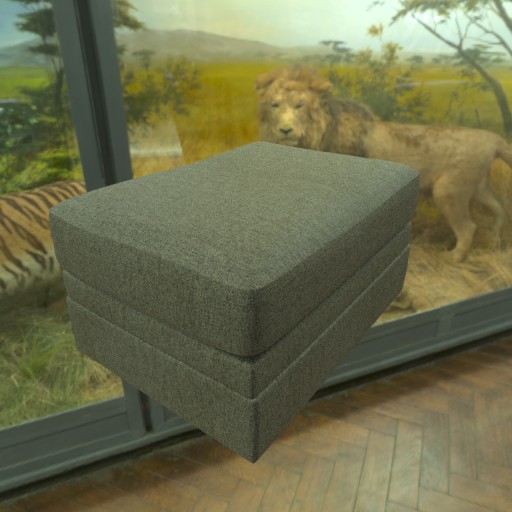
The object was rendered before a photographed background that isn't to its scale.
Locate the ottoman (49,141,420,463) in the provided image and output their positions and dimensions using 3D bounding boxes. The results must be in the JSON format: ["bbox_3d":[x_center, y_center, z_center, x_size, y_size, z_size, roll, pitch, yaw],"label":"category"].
[{"bbox_3d":[0.000,0.000,1.261,0.637,0.478,0.885,19,33,32],"label":"ottoman"}]
